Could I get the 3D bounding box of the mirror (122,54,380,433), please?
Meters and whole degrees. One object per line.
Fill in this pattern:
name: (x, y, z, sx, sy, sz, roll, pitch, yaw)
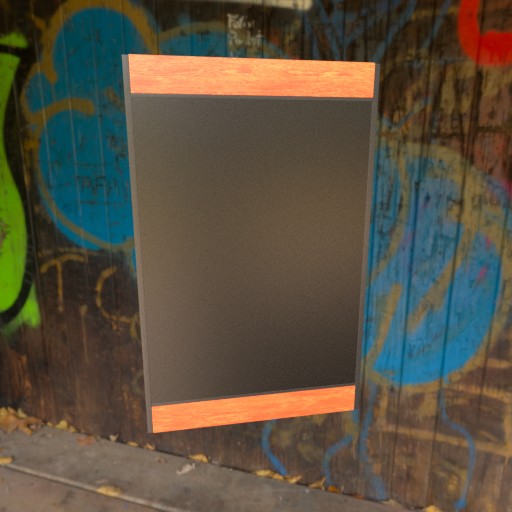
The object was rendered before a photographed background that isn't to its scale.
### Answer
mirror: (0.000, 0.000, 1.007, 0.525, 0.823, 0.047, -3, 15, -10)
